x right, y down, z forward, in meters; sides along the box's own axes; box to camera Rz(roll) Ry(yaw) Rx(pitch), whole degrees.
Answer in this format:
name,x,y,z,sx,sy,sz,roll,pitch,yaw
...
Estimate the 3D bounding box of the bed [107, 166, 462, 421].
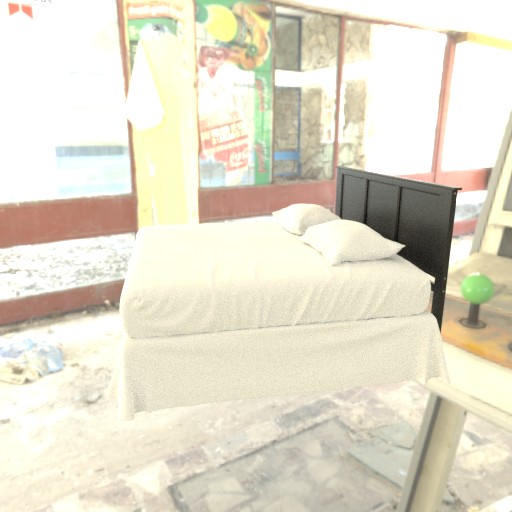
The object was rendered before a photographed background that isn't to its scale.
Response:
name,x,y,z,sx,sy,sz,roll,pitch,yaw
bed,0.000,0.000,3.598,2.219,1.271,2.315,-3,16,-11
